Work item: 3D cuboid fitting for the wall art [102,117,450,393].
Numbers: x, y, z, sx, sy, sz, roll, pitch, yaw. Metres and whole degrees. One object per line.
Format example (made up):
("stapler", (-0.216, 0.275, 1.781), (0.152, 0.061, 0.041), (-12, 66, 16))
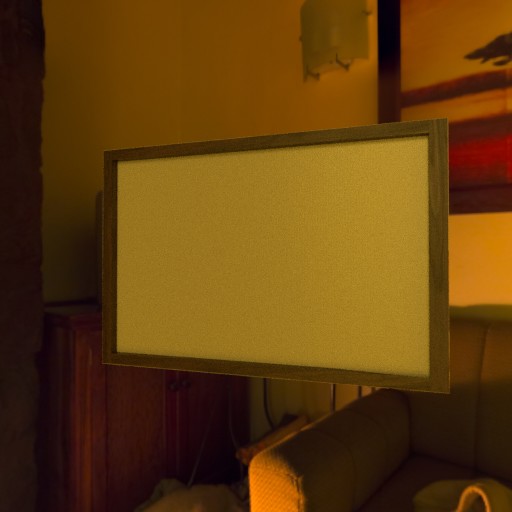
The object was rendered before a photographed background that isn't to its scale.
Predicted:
("wall art", (0.000, 0.000, 1.426), (1.138, 0.761, 0.051), (0, -1, 19))
